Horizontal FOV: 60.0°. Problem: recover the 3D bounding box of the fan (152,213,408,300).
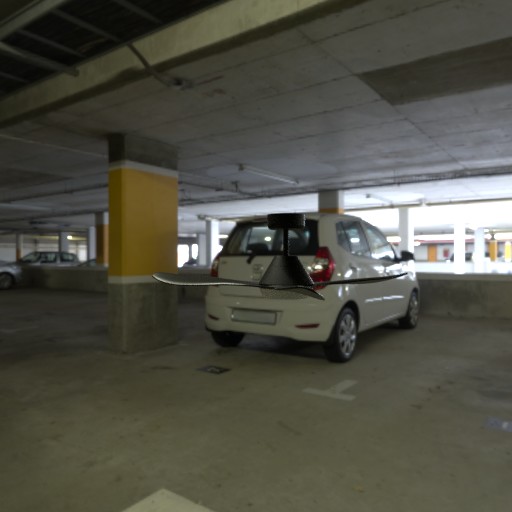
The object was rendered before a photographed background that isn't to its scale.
[{"bbox_3d":[0.000,0.000,1.610,1.067,0.305,1.067,0,0,18],"label":"fan"}]
